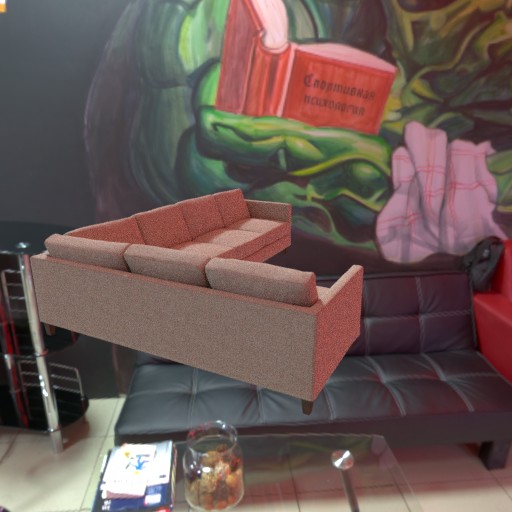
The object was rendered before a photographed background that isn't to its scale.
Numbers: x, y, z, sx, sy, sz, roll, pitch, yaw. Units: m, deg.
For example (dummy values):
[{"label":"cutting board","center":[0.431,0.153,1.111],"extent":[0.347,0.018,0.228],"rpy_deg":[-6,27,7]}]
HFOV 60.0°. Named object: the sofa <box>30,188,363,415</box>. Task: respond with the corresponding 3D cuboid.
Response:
[{"label":"sofa","center":[0.000,0.000,4.391],"extent":[2.432,0.863,3.182],"rpy_deg":[9,19,26]}]
